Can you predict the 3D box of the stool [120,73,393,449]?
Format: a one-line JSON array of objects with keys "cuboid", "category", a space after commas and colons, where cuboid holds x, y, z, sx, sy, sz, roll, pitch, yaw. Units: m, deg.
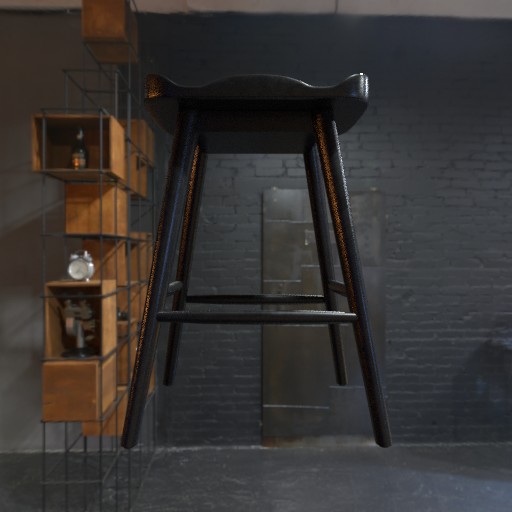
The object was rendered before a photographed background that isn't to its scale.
[{"cuboid": [0.000, 0.000, 0.883, 0.440, 0.615, 0.361, 0, 0, 0], "category": "stool"}]
